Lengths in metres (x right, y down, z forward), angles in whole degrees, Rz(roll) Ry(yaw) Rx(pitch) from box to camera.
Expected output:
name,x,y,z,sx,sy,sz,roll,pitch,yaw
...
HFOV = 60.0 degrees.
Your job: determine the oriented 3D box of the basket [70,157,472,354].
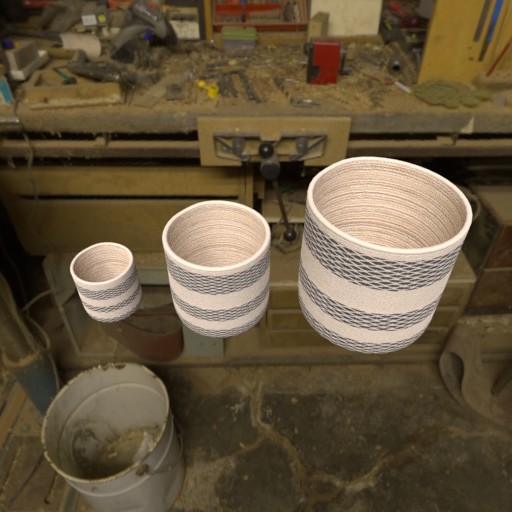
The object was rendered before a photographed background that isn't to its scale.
name,x,y,z,sx,sy,sz,roll,pitch,yaw
basket,0.000,0.000,1.077,0.917,0.356,0.351,1,43,1
